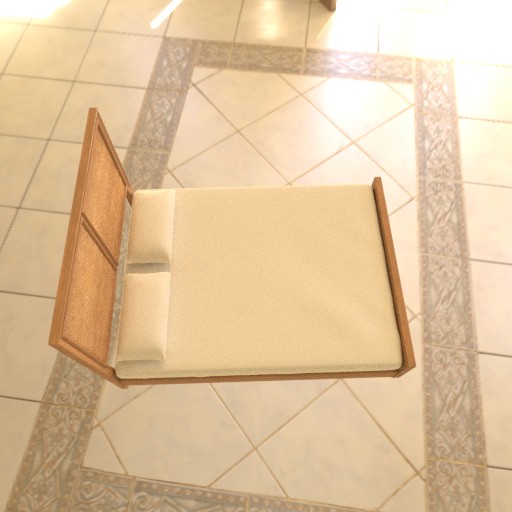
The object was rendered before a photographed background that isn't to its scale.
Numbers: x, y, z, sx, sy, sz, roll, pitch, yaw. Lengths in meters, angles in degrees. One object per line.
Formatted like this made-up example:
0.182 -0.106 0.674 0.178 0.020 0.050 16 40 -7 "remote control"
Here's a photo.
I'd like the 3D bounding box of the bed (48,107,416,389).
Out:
0.000 0.000 3.259 2.184 1.387 1.606 -2 64 -1 "bed"
